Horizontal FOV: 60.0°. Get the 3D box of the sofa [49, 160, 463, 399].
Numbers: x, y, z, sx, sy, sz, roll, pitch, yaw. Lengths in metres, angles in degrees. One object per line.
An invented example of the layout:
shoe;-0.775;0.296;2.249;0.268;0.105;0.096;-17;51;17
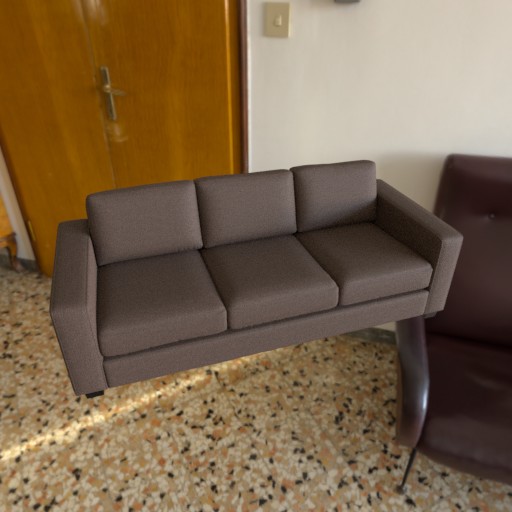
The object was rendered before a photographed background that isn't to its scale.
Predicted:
sofa;0.000;0.000;2.619;2.160;0.806;0.900;-10;33;-15
